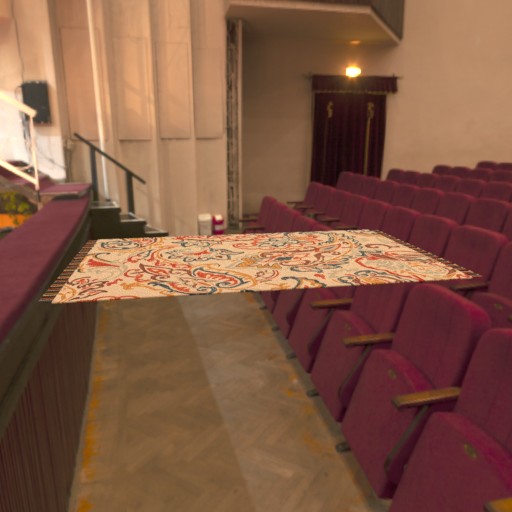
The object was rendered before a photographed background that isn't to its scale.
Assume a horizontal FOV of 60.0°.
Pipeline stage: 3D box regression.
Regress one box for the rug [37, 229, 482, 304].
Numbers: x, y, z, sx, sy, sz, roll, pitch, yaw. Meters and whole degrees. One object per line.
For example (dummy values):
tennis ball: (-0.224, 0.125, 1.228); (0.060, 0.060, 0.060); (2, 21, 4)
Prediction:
rug: (0.000, 0.000, 3.238); (2.584, 0.010, 1.523); (-3, 15, -10)
